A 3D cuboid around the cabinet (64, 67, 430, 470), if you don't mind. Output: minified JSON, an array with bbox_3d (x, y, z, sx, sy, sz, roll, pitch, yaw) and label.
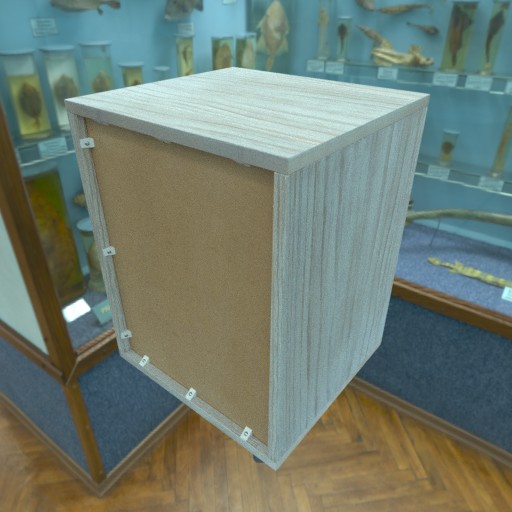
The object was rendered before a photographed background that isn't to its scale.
[{"bbox_3d":[0.000,0.000,0.832,0.409,0.579,0.401,23,39,32],"label":"cabinet"}]
